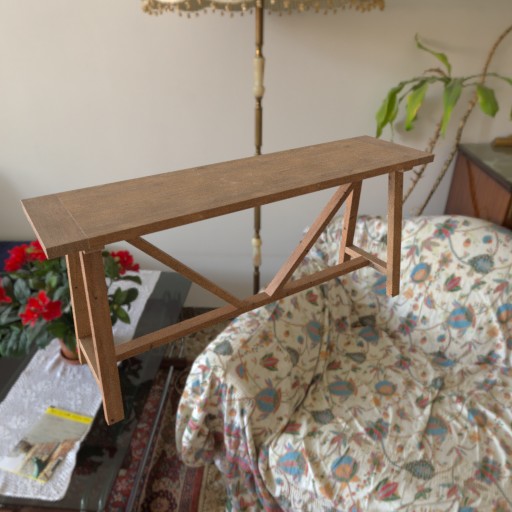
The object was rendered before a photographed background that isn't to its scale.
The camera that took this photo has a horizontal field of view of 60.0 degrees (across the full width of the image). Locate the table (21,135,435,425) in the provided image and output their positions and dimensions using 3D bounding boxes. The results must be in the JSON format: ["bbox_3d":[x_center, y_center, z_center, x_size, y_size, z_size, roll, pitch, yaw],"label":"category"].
[{"bbox_3d":[0.000,0.000,2.113,1.800,0.810,0.465,-18,33,-29],"label":"table"}]
